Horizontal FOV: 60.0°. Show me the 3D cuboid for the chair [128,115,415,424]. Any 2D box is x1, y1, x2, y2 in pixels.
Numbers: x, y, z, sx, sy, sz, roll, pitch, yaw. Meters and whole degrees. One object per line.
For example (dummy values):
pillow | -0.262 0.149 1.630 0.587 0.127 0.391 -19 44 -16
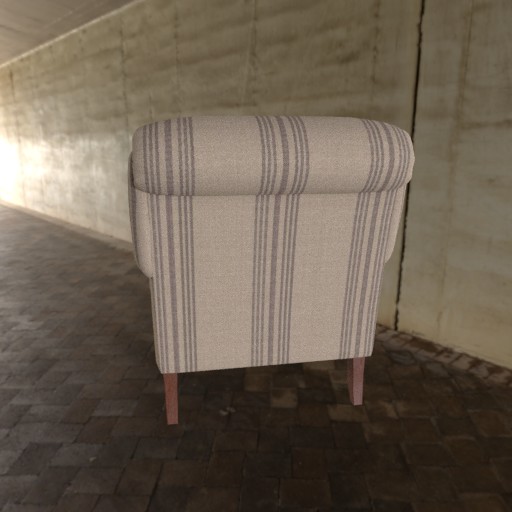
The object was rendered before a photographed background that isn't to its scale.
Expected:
chair | 0.000 0.000 1.624 0.813 0.940 0.914 -2 14 -10
